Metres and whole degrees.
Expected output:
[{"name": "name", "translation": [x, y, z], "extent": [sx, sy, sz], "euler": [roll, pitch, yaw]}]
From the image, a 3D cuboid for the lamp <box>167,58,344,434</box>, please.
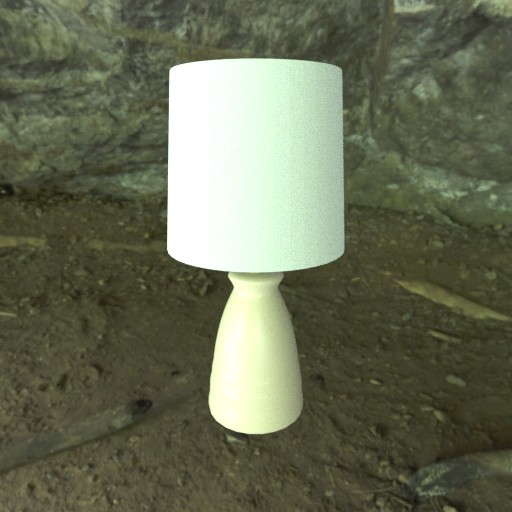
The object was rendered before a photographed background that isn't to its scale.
[{"name": "lamp", "translation": [0.000, 0.000, 0.478], "extent": [0.186, 0.369, 0.186], "euler": [0, 16, 0]}]
